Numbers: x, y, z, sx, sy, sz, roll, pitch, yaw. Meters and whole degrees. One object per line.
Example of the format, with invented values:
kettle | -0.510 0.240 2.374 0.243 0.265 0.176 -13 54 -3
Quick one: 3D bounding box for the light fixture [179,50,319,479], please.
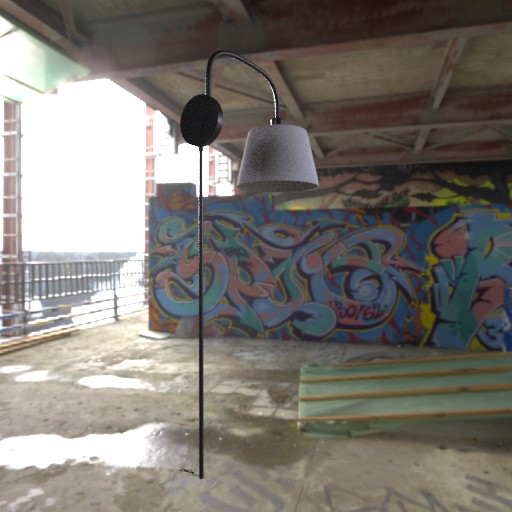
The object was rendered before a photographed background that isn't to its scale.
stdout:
light fixture | 0.000 0.000 0.466 0.092 0.399 0.176 0 1 35
